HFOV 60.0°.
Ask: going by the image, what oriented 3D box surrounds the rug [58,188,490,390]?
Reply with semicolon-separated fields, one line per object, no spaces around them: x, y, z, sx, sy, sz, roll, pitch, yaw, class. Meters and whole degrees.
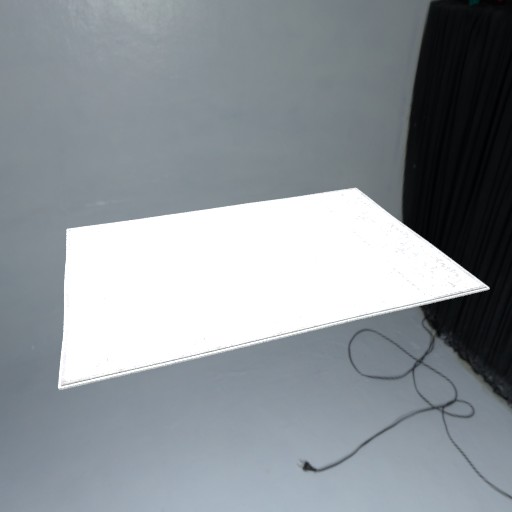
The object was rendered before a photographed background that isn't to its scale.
0.000;0.000;3.367;2.746;0.018;1.819;-10;33;-16;rug
